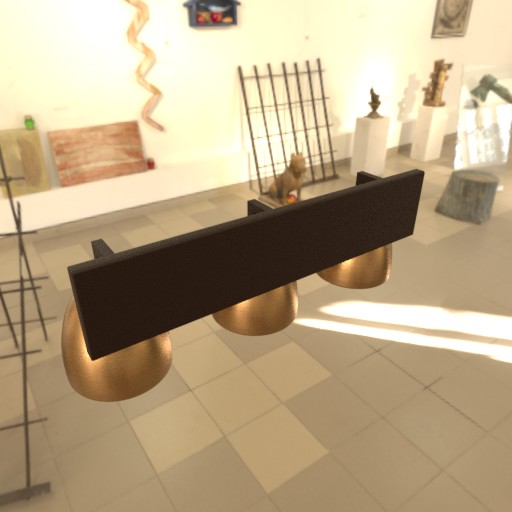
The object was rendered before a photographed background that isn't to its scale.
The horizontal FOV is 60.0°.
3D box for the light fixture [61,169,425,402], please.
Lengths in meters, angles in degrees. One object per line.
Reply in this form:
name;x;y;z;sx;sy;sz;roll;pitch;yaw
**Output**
light fixture;0.000;0.000;0.667;0.582;0.204;0.157;-19;34;-30
